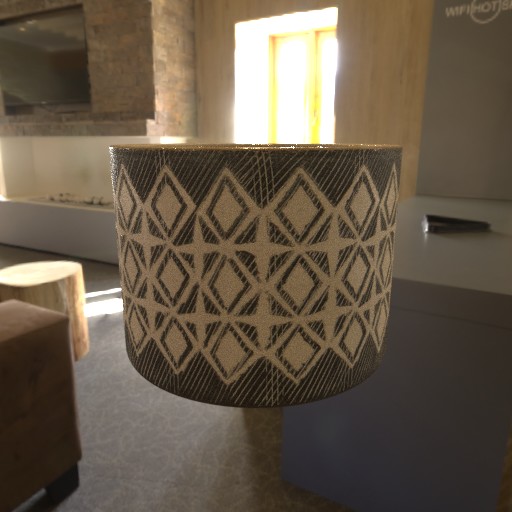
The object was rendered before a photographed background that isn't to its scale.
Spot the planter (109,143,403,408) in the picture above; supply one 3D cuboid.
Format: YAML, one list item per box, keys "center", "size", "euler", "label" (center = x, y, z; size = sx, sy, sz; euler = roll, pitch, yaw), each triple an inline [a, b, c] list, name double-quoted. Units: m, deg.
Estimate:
- center: [0.000, 0.000, 0.214]
  size: [0.126, 0.104, 0.126]
  euler: [0, 15, 0]
  label: "planter"
